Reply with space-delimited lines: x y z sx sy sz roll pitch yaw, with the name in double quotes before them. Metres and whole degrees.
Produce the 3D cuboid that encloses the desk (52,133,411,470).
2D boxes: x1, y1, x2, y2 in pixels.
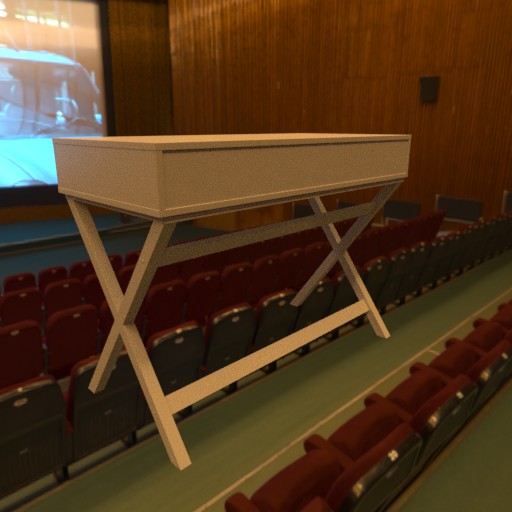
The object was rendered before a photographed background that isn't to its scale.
"desk" 0.000 0.000 1.496 1.059 0.780 0.509 -16 23 -43
